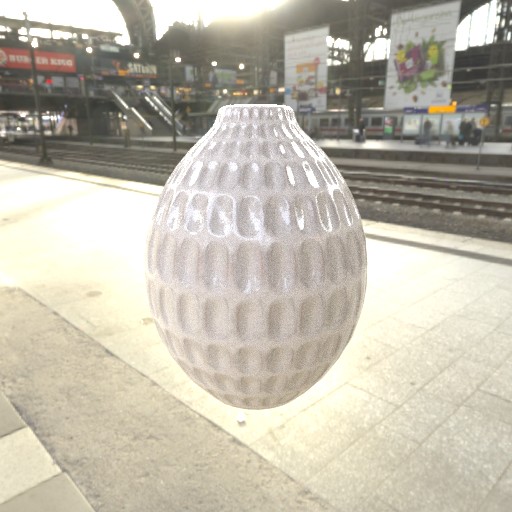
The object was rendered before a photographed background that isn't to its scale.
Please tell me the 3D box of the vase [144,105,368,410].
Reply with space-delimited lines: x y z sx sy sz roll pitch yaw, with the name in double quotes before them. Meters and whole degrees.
"vase" 0.000 0.000 0.261 0.128 0.167 0.128 0 16 0
